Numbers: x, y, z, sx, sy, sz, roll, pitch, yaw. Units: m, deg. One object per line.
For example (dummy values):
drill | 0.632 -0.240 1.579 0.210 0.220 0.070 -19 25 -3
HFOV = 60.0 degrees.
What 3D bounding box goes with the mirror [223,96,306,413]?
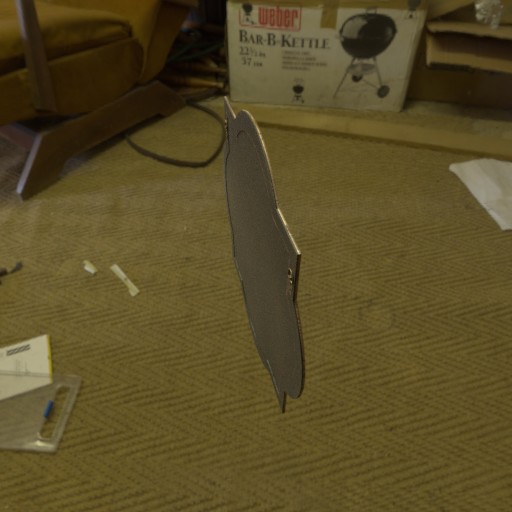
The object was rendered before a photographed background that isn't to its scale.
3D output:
mirror | 0.000 0.000 1.064 0.019 0.686 0.686 -11 46 -10
